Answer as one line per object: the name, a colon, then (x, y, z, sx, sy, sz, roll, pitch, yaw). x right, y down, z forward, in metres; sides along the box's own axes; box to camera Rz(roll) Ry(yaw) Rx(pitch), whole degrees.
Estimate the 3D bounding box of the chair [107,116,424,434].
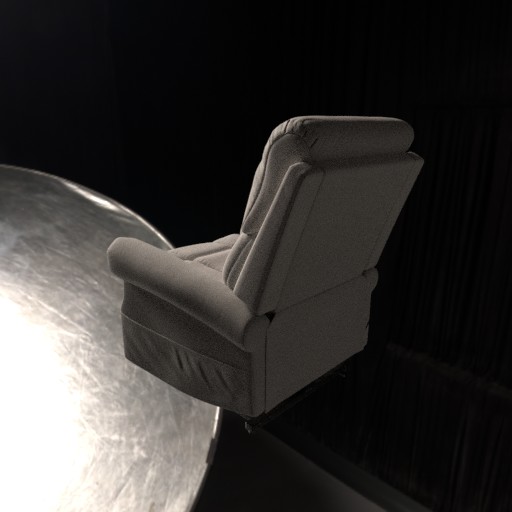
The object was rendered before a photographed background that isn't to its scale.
chair: (0.000, 0.000, 1.730, 0.979, 1.031, 0.871, 16, 23, 42)
